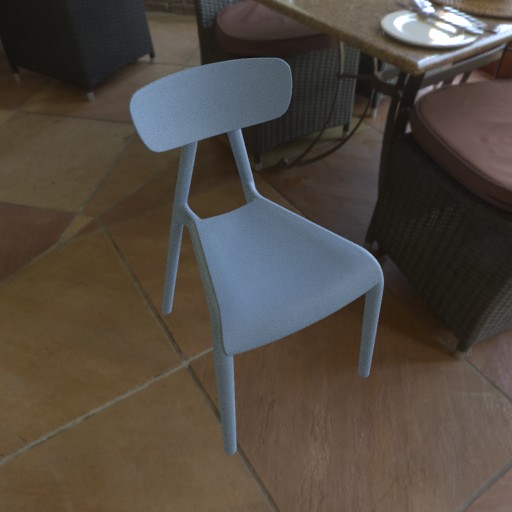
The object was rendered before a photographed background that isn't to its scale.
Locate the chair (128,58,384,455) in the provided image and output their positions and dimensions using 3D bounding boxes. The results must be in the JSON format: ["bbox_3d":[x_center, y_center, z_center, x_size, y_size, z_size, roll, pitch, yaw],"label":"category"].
[{"bbox_3d":[0.000,0.000,0.831,0.356,0.580,0.401,-22,50,-20],"label":"chair"}]
